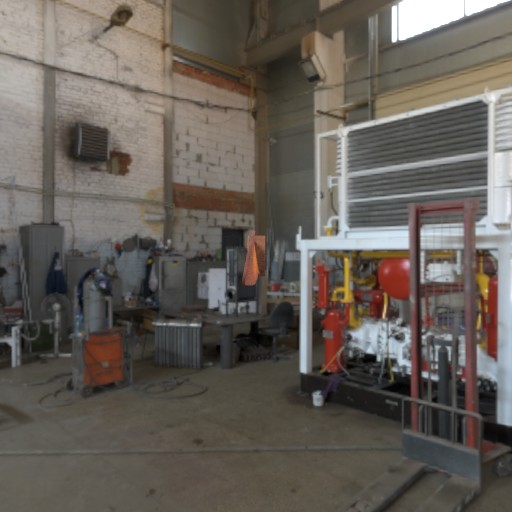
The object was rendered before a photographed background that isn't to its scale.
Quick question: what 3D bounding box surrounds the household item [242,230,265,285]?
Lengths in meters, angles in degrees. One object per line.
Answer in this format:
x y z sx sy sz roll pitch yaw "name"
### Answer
0.000 0.000 1.242 0.051 0.121 1.181 0 0 1 "household item"
